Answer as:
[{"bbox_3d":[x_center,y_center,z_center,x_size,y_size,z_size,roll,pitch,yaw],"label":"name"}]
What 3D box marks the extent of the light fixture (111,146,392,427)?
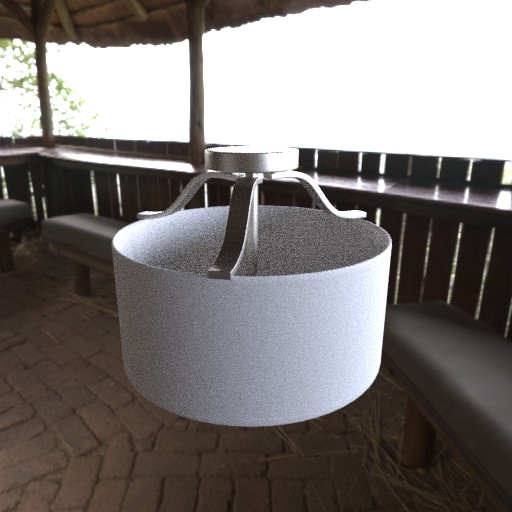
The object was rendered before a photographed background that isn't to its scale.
[{"bbox_3d":[0.000,0.000,0.645,0.395,0.304,0.395,0,17,0],"label":"light fixture"}]
